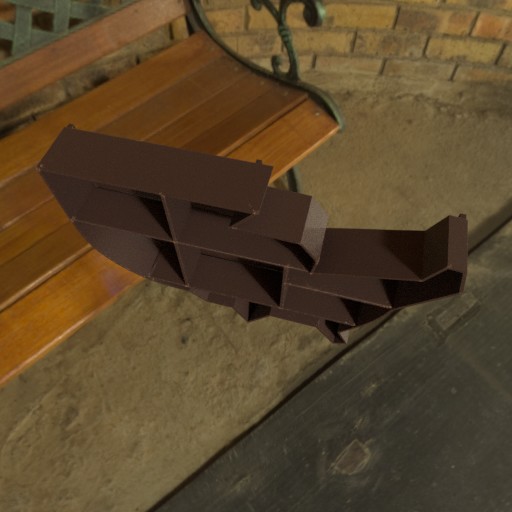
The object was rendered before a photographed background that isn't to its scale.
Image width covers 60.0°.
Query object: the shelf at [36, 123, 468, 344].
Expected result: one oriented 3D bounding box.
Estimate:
[{"bbox_3d":[0.000,0.000,0.904,0.729,0.439,0.112,12,59,8],"label":"shelf"}]
